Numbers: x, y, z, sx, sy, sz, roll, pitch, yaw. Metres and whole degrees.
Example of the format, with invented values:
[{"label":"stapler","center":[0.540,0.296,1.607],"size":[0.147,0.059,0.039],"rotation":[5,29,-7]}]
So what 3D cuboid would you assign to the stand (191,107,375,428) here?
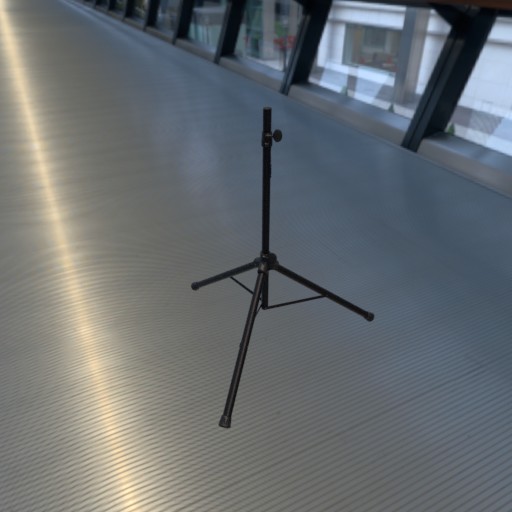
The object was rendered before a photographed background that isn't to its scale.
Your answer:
[{"label":"stand","center":[0.000,0.000,1.852],"size":[1.045,1.136,0.907],"rotation":[10,33,15]}]
